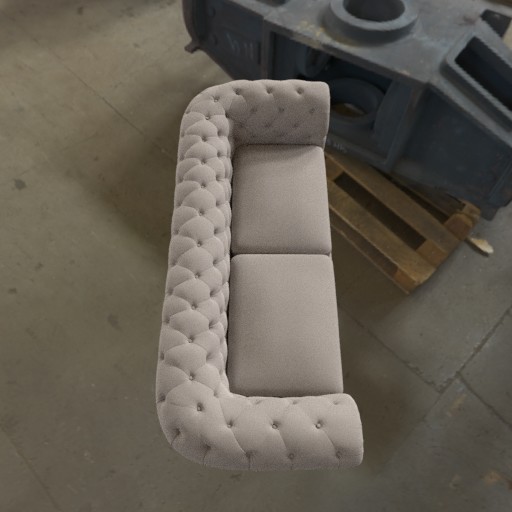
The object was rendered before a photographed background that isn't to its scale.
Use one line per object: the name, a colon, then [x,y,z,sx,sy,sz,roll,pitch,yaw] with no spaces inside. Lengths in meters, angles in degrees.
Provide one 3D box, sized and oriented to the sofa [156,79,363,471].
sofa: [0.000,0.000,2.764,0.991,0.749,2.411,0,64,0]
